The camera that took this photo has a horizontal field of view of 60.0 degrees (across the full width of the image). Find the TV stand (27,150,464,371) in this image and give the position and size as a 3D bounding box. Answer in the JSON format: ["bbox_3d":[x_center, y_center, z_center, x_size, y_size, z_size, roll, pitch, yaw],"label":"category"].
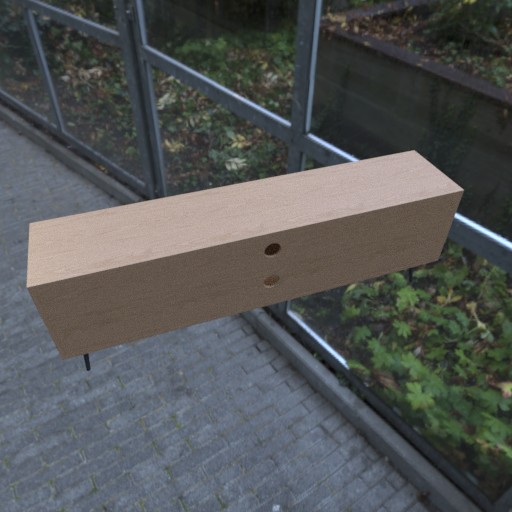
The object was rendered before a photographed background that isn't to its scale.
[{"bbox_3d":[0.000,0.000,2.027,1.760,0.580,0.400,-13,44,-14],"label":"TV stand"}]
